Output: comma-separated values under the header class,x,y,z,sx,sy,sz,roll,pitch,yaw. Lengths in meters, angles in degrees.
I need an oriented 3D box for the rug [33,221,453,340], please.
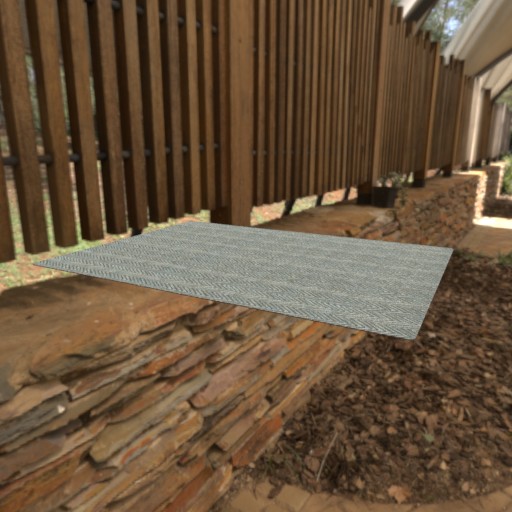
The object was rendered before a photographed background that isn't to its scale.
class,x,y,z,sx,sy,sz,roll,pitch,yaw
rug,0.000,0.000,5.108,3.957,0.011,2.894,8,17,27
